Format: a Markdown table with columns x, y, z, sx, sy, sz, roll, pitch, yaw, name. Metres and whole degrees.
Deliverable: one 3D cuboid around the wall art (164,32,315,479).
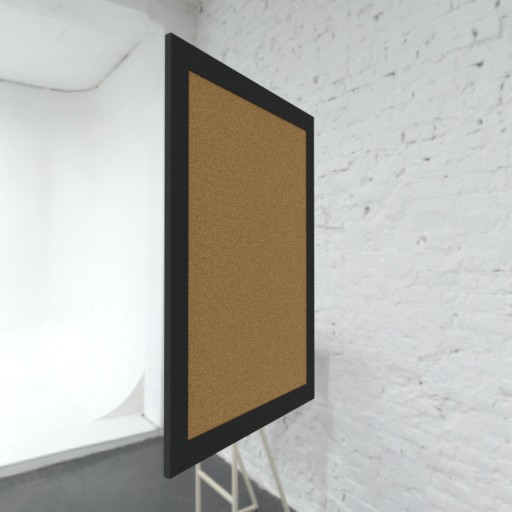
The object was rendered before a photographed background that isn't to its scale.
| x | y | z | sx | sy | sz | roll | pitch | yaw | name |
| --- | --- | --- | --- | --- | --- | --- | --- | --- | --- |
| 0.000 | 0.000 | 0.681 | 0.012 | 0.529 | 0.374 | -1 | -1 | 34 | wall art |
